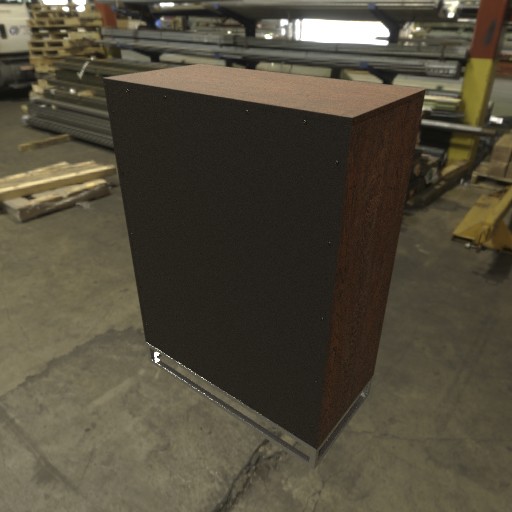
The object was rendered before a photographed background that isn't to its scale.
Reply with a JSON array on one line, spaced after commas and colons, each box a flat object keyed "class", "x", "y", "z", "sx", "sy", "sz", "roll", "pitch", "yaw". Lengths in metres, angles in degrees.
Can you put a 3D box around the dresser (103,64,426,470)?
[{"class": "dresser", "x": 0.000, "y": 0.000, "z": 1.790, "sx": 0.965, "sy": 1.321, "sz": 0.508, "roll": 22, "pitch": 36, "yaw": 32}]
